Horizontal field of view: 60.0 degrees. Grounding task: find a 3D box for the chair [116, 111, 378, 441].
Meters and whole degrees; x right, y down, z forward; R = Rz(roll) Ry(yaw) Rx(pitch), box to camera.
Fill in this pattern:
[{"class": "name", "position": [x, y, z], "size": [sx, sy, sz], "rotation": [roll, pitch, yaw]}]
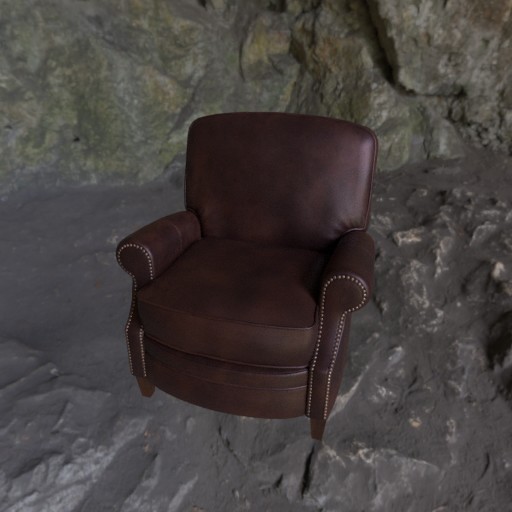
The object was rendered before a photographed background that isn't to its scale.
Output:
[{"class": "chair", "position": [0.000, 0.000, 1.784], "size": [0.936, 1.018, 0.986], "rotation": [8, 28, 16]}]
